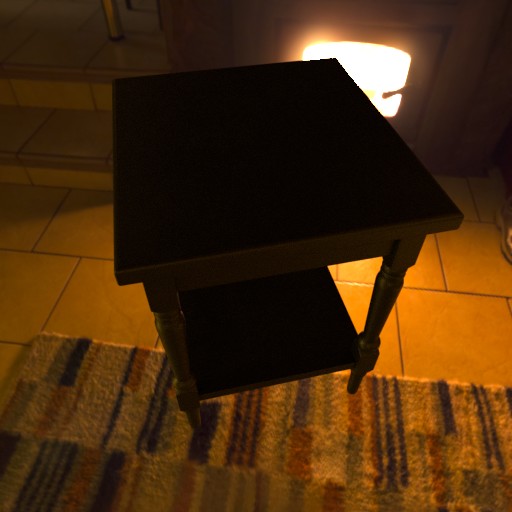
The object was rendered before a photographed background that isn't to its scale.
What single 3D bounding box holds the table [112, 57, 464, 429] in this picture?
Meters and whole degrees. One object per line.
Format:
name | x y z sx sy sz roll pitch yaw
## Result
table | 0.000 0.000 0.903 0.442 0.565 0.488 -9 48 -9
